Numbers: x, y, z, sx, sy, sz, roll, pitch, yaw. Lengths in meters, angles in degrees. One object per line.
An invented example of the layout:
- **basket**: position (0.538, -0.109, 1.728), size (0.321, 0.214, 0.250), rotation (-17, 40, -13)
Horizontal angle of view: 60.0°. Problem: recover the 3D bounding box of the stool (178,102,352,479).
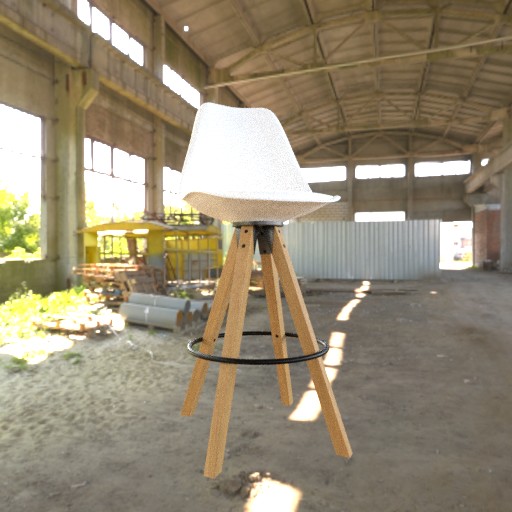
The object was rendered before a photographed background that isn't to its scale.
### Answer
- **stool**: position (0.000, 0.000, 1.410), size (0.482, 1.115, 0.549), rotation (0, 0, -17)
